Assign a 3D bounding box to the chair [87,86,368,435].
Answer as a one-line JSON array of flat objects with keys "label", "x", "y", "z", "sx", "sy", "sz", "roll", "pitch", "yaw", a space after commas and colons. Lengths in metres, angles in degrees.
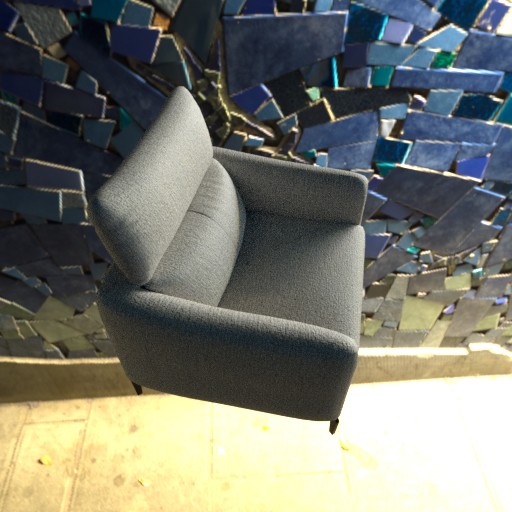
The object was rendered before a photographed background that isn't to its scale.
[{"label": "chair", "x": 0.000, "y": 0.000, "z": 1.687, "sx": 0.835, "sy": 0.967, "sz": 0.972, "roll": 9, "pitch": 46, "yaw": 8}]
